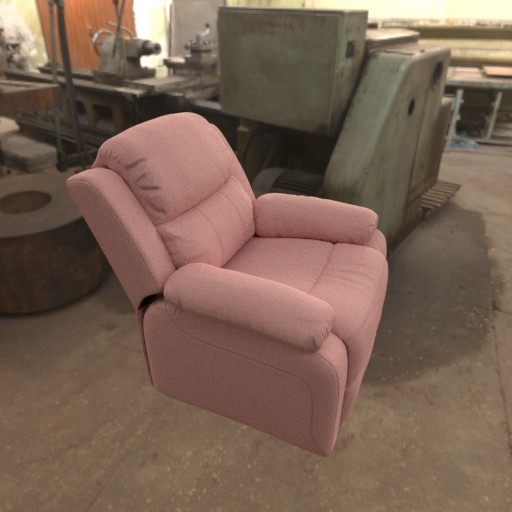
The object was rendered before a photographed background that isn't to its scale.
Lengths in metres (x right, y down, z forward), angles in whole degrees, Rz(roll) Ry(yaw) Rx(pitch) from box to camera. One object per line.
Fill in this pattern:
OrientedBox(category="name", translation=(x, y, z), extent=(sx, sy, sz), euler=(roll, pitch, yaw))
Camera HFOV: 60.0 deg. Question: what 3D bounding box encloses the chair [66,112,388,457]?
OrientedBox(category="chair", translation=(0.000, 0.000, 1.247), extent=(0.709, 0.702, 0.680), euler=(12, 31, 20))
